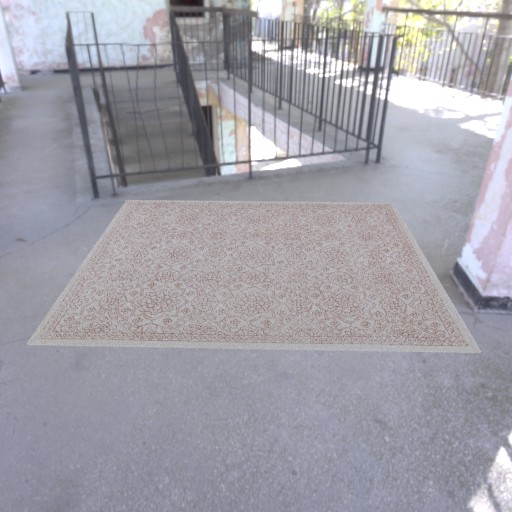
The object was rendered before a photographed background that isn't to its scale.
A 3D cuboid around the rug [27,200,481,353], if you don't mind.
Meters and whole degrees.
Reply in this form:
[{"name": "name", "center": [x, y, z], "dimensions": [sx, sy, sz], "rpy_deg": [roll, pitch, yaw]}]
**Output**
[{"name": "rug", "center": [0.000, 0.000, 4.019], "dimensions": [3.050, 0.015, 2.441], "rpy_deg": [1, 31, 1]}]
